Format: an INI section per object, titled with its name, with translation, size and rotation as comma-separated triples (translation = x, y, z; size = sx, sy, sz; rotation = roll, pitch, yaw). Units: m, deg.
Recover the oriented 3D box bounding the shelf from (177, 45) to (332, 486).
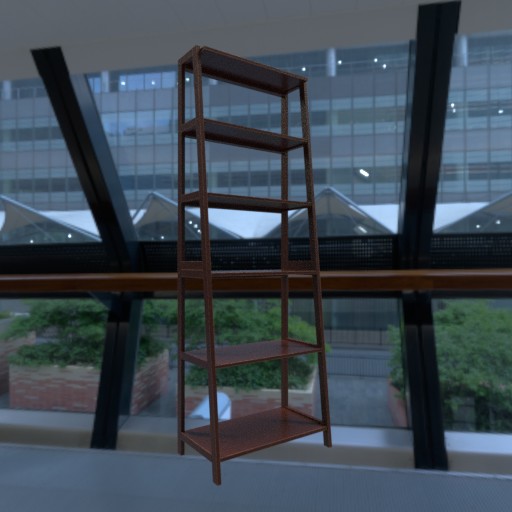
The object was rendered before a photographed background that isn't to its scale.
[shelf]
translation = 0.000, 0.000, 2.170
size = 0.660, 1.892, 0.381
rotation = 0, 0, -35
